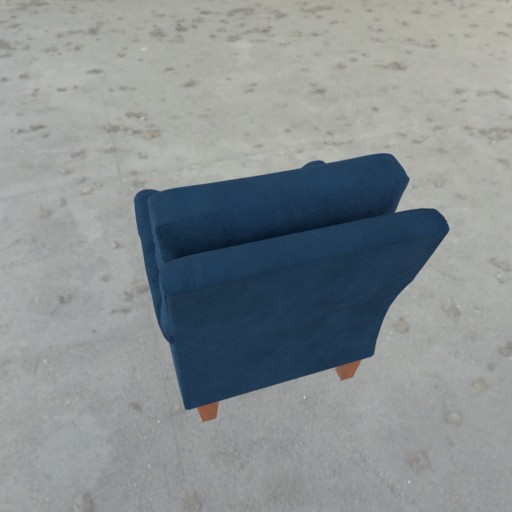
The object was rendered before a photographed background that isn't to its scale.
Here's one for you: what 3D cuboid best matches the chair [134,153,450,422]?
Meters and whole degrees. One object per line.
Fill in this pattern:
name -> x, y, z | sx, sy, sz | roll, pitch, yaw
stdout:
chair -> 0.000, 0.000, 1.840 | 0.895, 1.076, 1.078 | -12, 43, -14
